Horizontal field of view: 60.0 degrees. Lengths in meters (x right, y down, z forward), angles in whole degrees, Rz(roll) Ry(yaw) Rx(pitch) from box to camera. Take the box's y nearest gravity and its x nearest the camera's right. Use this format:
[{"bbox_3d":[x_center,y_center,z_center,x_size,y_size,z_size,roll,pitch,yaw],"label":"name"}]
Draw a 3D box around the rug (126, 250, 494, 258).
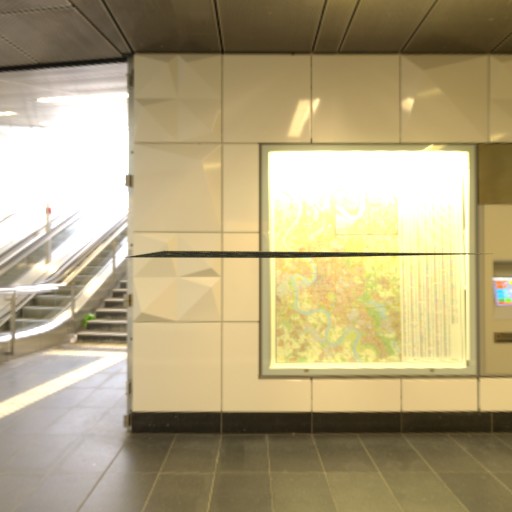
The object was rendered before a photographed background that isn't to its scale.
[{"bbox_3d":[0.000,0.000,2.285,1.206,0.003,1.835,0,-1,-20],"label":"rug"}]
